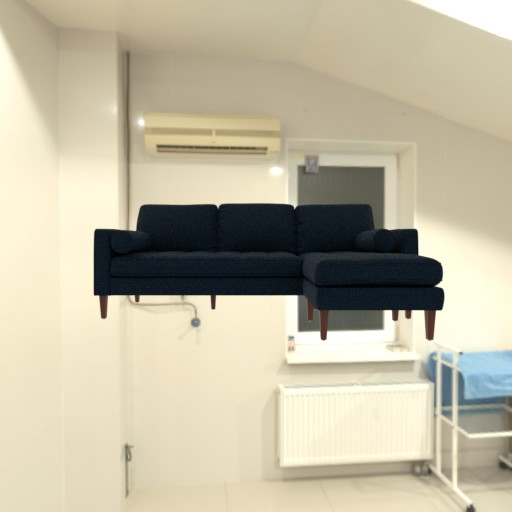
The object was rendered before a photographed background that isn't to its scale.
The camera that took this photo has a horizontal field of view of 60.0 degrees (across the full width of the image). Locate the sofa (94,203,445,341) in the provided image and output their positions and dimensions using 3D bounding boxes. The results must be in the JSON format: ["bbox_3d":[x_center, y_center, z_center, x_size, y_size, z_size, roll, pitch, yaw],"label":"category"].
[{"bbox_3d":[0.000,0.000,3.045,2.185,0.841,1.613,0,2,0],"label":"sofa"}]
